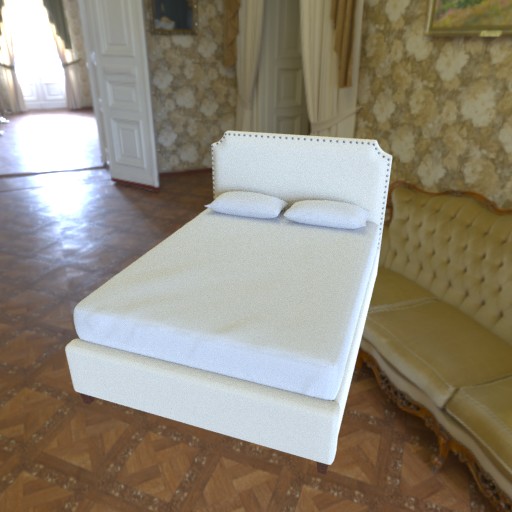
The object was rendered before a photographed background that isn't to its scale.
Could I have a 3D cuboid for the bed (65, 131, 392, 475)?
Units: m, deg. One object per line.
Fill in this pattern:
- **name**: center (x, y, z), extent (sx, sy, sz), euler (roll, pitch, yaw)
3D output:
- **bed**: center (0.000, 0.000, 3.363), extent (1.703, 1.415, 2.329), euler (9, 27, 18)
